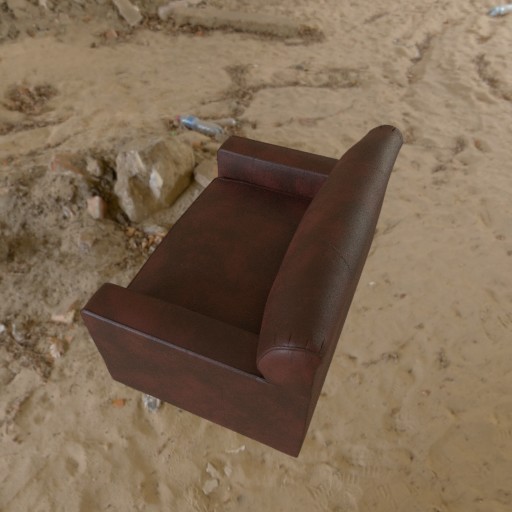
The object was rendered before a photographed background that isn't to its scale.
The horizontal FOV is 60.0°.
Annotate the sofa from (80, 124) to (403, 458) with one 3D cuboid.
[{"bbox_3d":[0.000,0.000,2.140,1.000,0.956,1.413,17,49,15],"label":"sofa"}]
